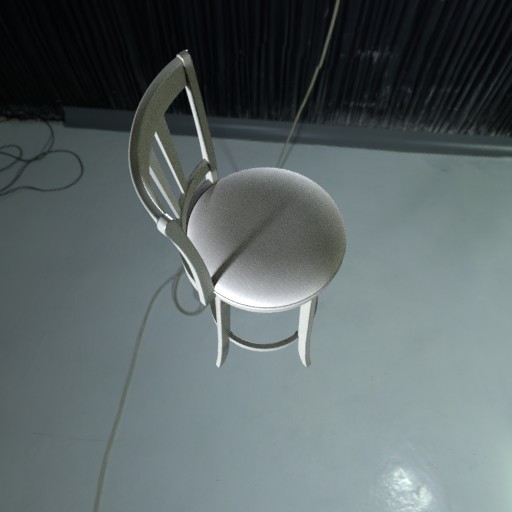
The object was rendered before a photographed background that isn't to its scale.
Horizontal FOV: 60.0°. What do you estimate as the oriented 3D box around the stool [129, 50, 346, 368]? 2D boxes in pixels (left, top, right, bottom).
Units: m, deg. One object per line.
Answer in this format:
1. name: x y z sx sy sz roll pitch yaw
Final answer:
1. stool: 0.000 0.000 1.282 0.475 1.042 0.436 0 63 0
